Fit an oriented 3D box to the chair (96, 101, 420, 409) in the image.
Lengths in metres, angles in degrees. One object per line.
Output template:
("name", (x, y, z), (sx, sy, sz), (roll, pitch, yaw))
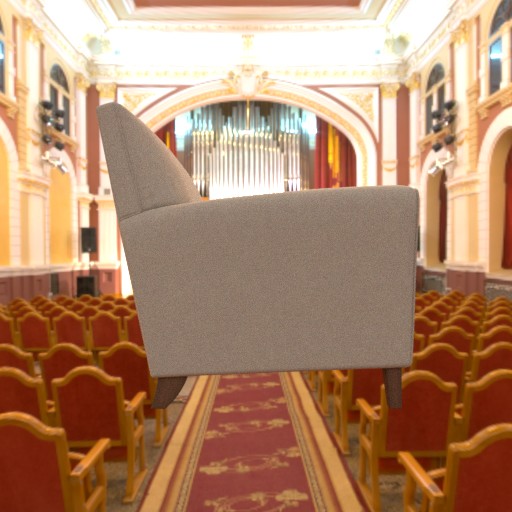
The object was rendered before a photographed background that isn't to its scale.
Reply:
("chair", (0.000, 0.000, 1.580), (0.871, 0.846, 0.840), (0, 0, 0))
